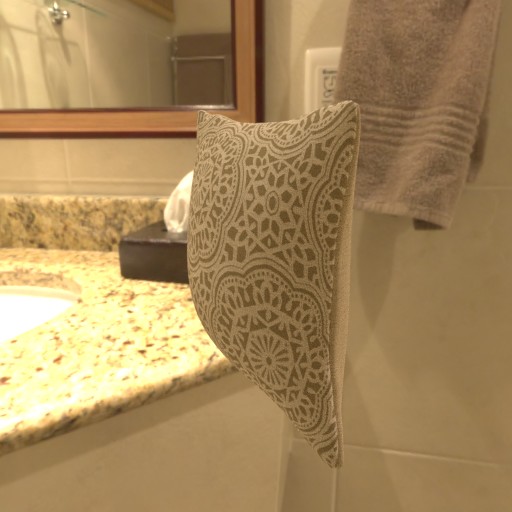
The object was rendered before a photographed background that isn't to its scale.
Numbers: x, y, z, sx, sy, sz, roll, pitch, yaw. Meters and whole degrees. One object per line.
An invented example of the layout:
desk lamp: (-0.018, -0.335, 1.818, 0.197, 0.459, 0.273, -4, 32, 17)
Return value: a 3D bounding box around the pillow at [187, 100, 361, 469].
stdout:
pillow: (0.000, 0.000, 0.654, 0.167, 0.421, 0.438, -8, 18, -25)
